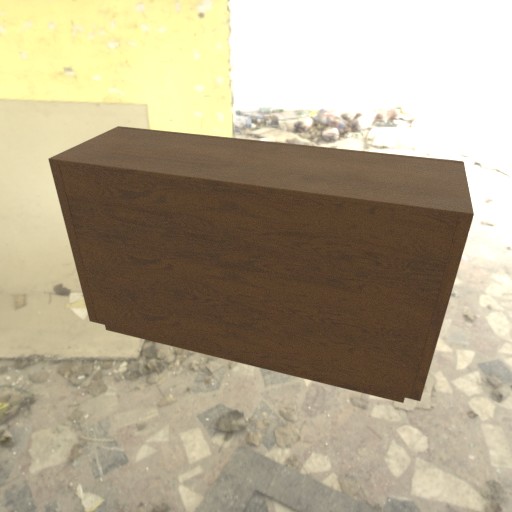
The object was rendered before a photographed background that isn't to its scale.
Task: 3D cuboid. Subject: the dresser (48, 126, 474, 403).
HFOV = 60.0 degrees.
[{"bbox_3d":[0.000,0.000,1.948,1.523,0.889,0.512,10,33,16],"label":"dresser"}]
